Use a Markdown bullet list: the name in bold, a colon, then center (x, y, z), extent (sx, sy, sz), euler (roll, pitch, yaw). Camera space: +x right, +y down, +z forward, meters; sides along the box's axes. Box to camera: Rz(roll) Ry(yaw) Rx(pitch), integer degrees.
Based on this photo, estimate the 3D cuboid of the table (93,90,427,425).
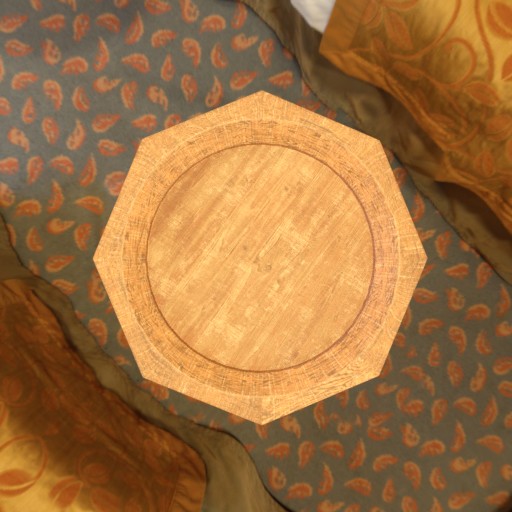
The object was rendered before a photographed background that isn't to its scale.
- **table**: center (0.000, 0.000, 0.853), extent (0.437, 0.553, 0.437), euler (0, 91, -2)
